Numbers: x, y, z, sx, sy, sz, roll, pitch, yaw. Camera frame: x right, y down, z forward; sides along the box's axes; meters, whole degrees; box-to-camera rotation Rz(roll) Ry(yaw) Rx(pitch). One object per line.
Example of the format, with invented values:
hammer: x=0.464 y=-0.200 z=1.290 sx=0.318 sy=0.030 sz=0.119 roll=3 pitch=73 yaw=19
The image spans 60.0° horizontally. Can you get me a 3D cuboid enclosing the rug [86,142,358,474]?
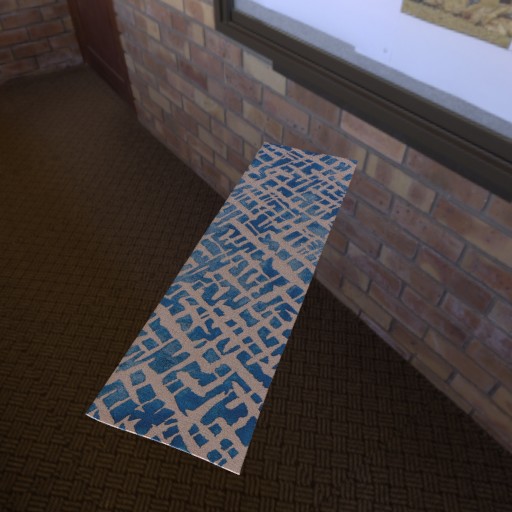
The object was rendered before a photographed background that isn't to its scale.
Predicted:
rug: x=0.000 y=0.000 z=2.741 sx=0.768 sy=0.011 sz=2.446 roll=15 pitch=49 yaw=14
